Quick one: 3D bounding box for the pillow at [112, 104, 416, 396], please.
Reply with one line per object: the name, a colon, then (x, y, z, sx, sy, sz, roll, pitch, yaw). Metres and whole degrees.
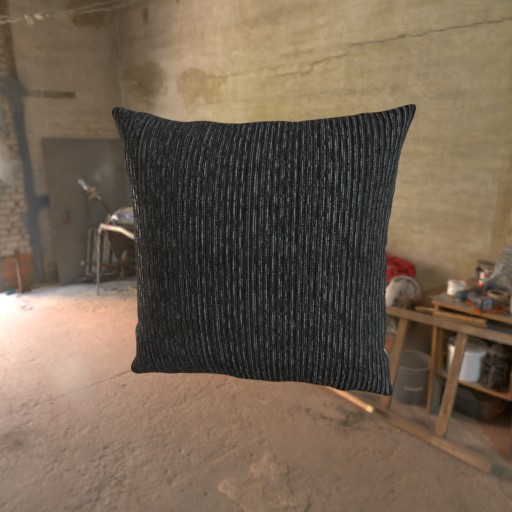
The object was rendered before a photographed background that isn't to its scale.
pillow: (0.000, 0.000, 0.670, 0.433, 0.434, 0.196, 2, 15, 9)
